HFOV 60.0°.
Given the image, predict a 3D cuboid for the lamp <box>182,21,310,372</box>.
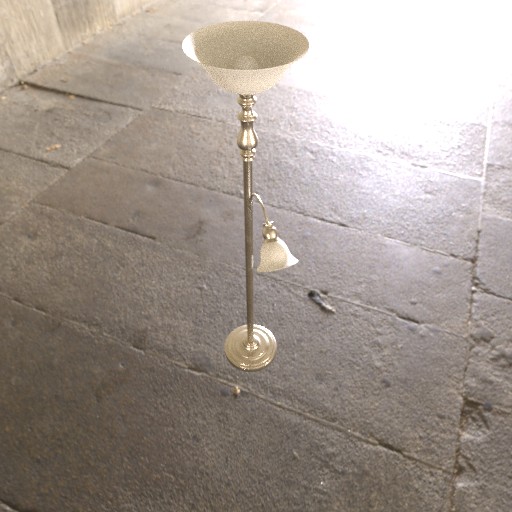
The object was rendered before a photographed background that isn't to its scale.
[{"bbox_3d":[0.000,0.000,1.995,0.405,1.785,0.575,-16,48,-15],"label":"lamp"}]
